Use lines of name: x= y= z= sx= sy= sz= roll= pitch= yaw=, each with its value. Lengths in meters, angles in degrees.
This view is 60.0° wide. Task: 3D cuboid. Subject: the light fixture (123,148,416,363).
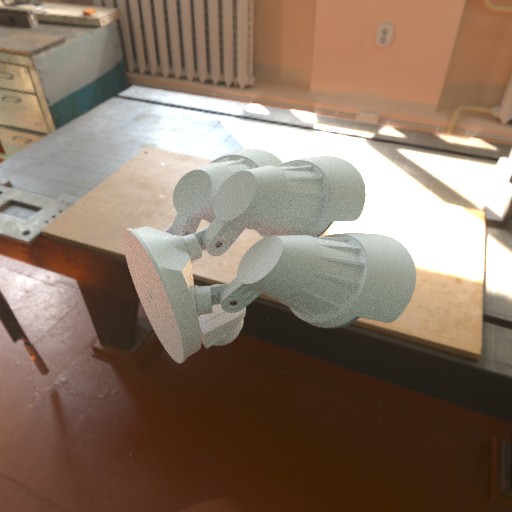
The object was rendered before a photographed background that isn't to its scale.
light fixture: x=0.000 y=0.000 z=0.555 sx=0.278 sy=0.237 sz=0.369 roll=-23 pitch=45 yaw=-24
